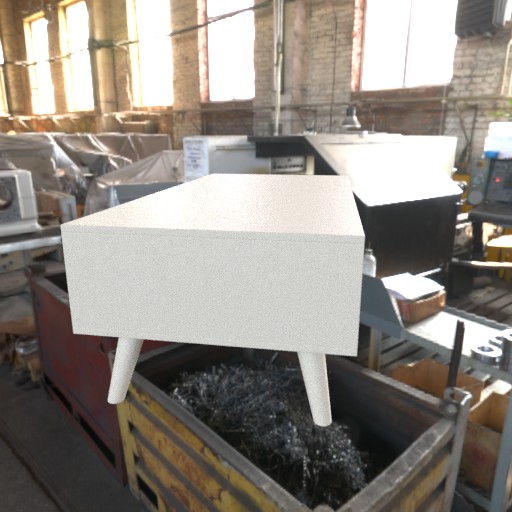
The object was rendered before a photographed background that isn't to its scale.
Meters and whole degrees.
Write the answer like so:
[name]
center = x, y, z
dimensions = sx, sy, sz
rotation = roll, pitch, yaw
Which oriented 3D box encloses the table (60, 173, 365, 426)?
[table]
center = 0.000, 0.000, 1.483
dimensions = 0.609, 0.432, 1.194
rotation = 3, 16, 9
